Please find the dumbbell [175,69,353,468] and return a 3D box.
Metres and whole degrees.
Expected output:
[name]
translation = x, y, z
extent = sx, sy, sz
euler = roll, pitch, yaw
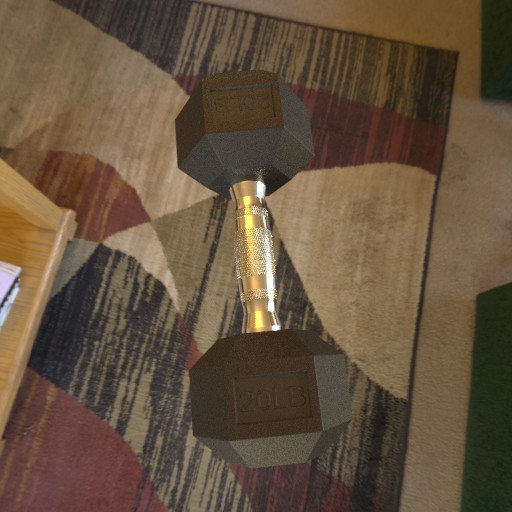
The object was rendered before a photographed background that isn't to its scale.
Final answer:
[dumbbell]
translation = 0.000, 0.000, 0.353
extent = 0.116, 0.101, 0.297
euler = -5, 75, -1
